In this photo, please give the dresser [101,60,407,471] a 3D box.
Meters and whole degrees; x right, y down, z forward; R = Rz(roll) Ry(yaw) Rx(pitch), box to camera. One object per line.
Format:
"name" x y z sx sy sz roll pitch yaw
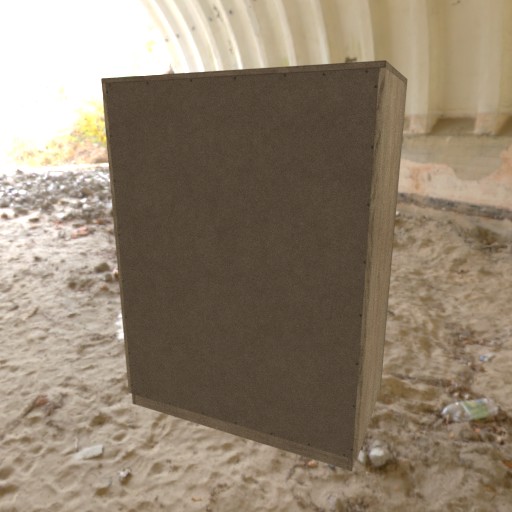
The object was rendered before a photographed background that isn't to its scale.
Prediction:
"dresser" 0.000 0.000 1.734 0.967 1.295 0.483 7 17 24
